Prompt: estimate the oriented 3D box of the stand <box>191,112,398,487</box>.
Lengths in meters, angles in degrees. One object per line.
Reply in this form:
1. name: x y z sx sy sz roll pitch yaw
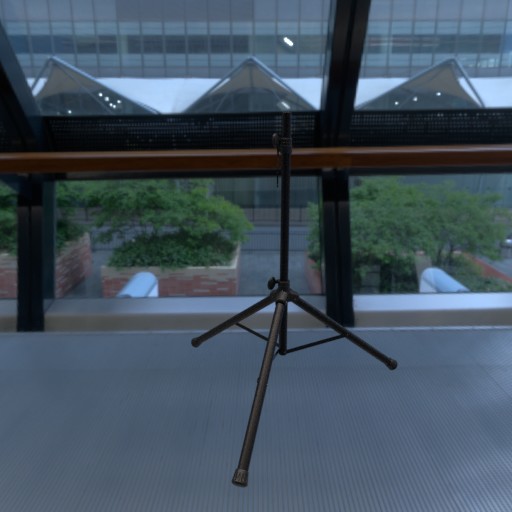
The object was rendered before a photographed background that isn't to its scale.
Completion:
1. stand: 0.000 0.000 1.859 0.907 1.136 1.045 15 21 43
